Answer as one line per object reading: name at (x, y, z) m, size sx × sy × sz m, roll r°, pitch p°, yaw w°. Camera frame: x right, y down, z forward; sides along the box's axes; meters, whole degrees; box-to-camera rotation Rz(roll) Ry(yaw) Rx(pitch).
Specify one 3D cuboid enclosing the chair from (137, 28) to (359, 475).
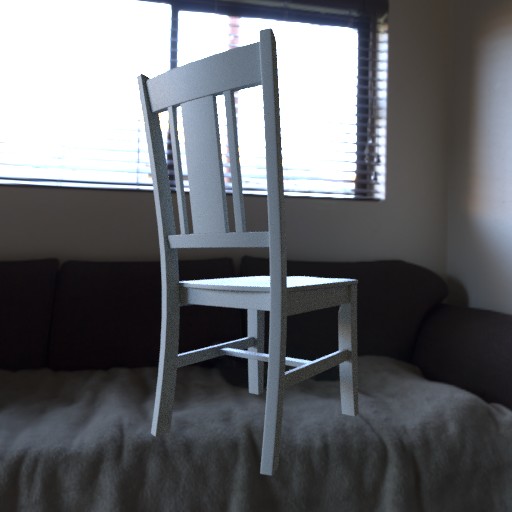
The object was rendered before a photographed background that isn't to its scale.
chair at (0.000, 0.000, 1.302) m, size 0.450 × 0.998 × 0.555 m, roll 0°, pitch 0°, yaw 36°
